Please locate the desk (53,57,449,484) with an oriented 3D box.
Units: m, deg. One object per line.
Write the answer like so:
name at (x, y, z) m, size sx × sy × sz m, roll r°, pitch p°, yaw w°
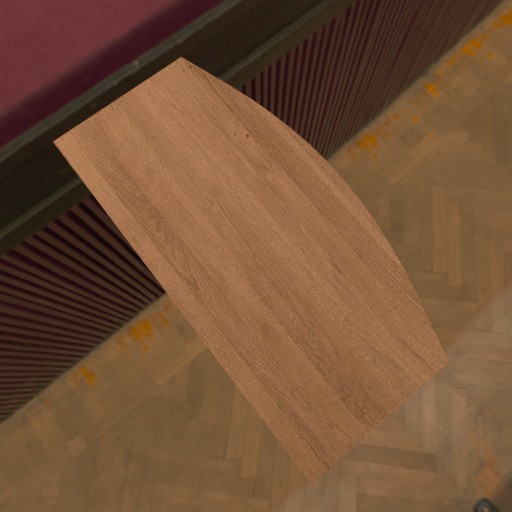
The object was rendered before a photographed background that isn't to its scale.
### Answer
desk at (0.000, 0.000, 2.045) m, size 0.802 × 0.752 × 1.600 m, roll -38°, pitch 79°, yaw -9°
